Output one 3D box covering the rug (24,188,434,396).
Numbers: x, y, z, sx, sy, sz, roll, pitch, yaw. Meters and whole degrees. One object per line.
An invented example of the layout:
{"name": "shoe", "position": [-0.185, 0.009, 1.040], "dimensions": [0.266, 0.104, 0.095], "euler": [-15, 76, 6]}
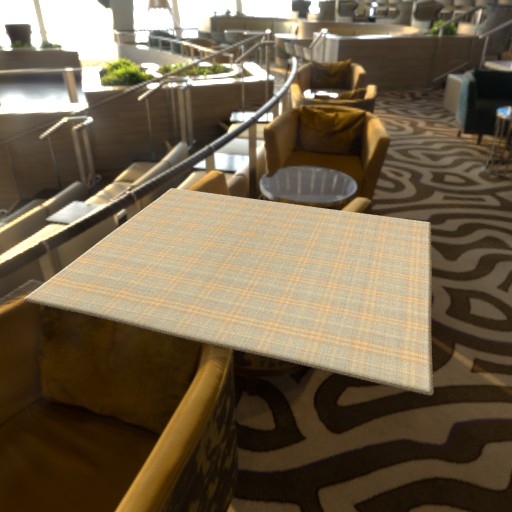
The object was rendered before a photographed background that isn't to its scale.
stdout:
{"name": "rug", "position": [0.000, 0.000, 4.079], "dimensions": [3.066, 0.030, 2.462], "euler": [10, 32, 16]}
